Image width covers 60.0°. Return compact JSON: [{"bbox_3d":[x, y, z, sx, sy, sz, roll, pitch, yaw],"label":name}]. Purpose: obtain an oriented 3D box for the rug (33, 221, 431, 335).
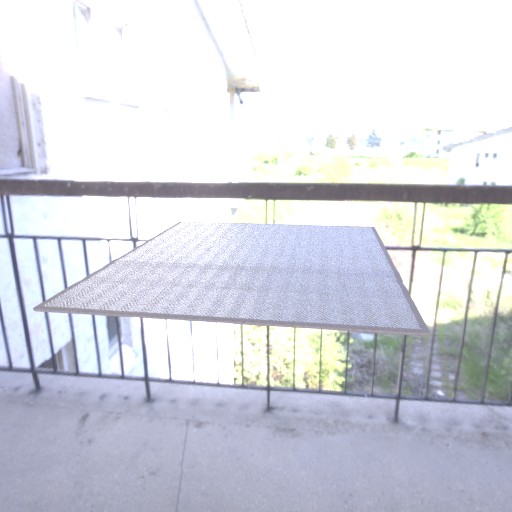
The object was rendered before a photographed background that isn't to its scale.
[{"bbox_3d":[0.000,0.000,4.073,2.434,0.032,3.007,2,15,8],"label":"rug"}]
